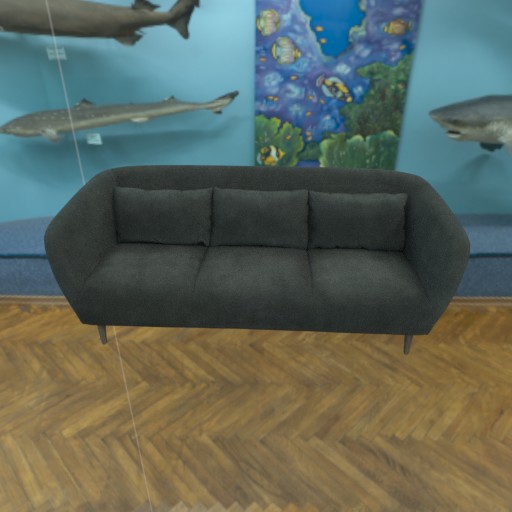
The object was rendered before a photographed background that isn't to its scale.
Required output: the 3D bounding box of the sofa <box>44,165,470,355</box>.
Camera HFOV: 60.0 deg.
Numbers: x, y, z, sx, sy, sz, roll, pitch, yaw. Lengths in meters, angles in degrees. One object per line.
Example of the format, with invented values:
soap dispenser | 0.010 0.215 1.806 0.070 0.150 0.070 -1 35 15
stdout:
sofa | 0.000 0.000 2.781 2.296 0.875 0.956 1 30 2
